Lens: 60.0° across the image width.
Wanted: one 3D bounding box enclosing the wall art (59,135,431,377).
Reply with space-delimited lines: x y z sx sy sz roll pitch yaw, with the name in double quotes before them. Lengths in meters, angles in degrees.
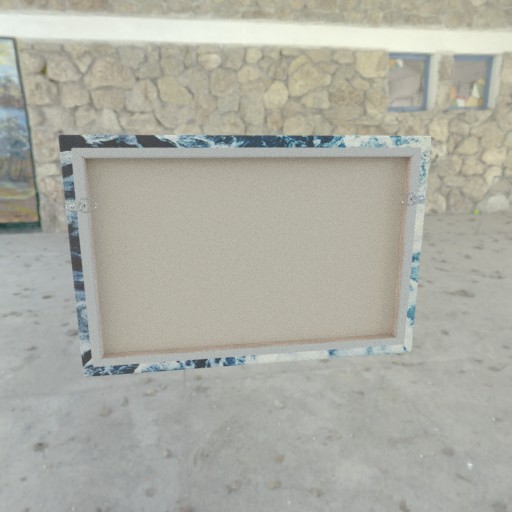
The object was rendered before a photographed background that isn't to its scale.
"wall art" 0.000 0.000 1.937 1.524 1.017 0.055 -2 14 -9
